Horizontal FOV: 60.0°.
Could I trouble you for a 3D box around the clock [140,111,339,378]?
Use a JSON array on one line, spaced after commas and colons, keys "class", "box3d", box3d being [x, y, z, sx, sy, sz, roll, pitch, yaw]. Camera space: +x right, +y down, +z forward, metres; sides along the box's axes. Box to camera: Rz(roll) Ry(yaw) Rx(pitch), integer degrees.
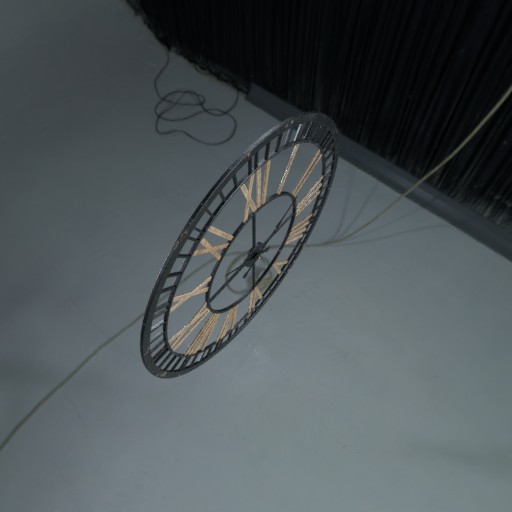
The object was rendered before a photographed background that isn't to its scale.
[{"class": "clock", "box3d": [0.000, 0.000, 1.259, 0.025, 0.843, 0.843, 34, 64, 19]}]
